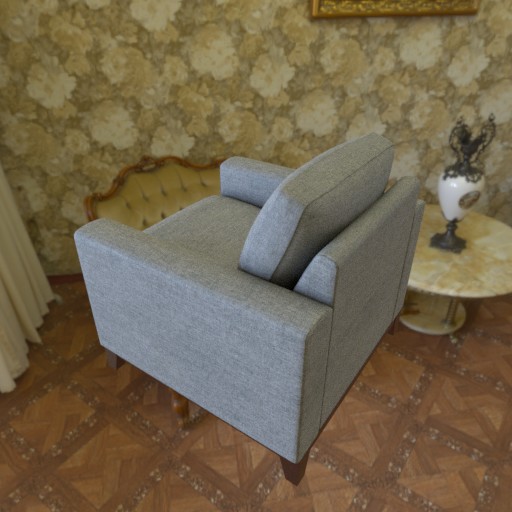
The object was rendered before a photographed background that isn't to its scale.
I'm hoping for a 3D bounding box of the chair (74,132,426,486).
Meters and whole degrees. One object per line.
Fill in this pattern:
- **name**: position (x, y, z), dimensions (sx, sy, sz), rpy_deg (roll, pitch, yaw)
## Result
- **chair**: position (0.000, 0.000, 1.858), dimensions (1.038, 1.010, 1.024), rpy_deg (20, 37, 29)
